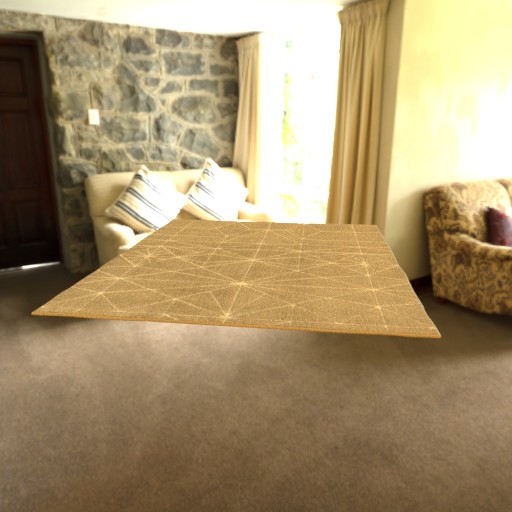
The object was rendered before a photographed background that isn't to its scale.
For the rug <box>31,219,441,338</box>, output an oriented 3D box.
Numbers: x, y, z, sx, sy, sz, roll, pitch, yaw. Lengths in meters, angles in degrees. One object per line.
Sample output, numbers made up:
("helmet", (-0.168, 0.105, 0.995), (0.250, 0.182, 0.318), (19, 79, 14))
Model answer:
("rug", (0.000, 0.000, 0.884), (0.548, 0.006, 0.639), (2, 17, 7))
